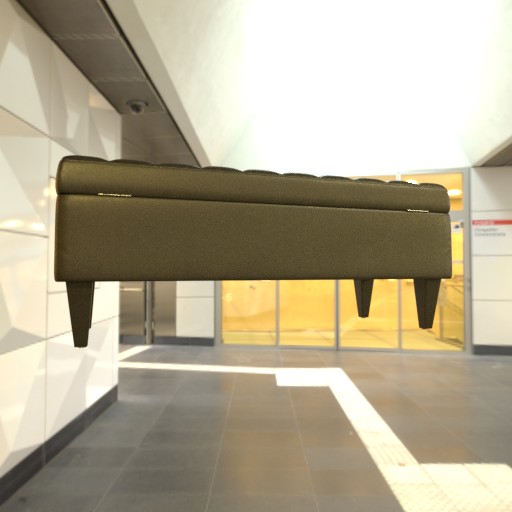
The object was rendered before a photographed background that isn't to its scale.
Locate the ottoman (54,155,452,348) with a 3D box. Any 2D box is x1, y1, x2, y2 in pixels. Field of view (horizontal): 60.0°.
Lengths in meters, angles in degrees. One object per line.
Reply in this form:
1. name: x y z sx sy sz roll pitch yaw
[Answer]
1. ottoman: 0.000 0.000 1.424 1.151 0.469 0.482 1 -2 -19
